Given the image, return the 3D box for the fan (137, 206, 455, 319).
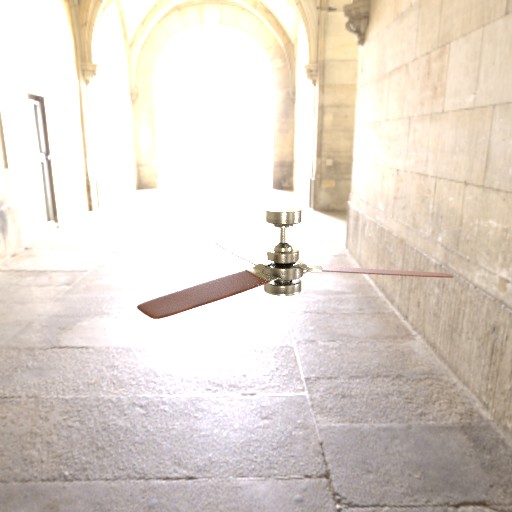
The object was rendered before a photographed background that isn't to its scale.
[{"bbox_3d":[0.000,0.000,2.060,1.416,0.410,1.271,13,20,41],"label":"fan"}]
